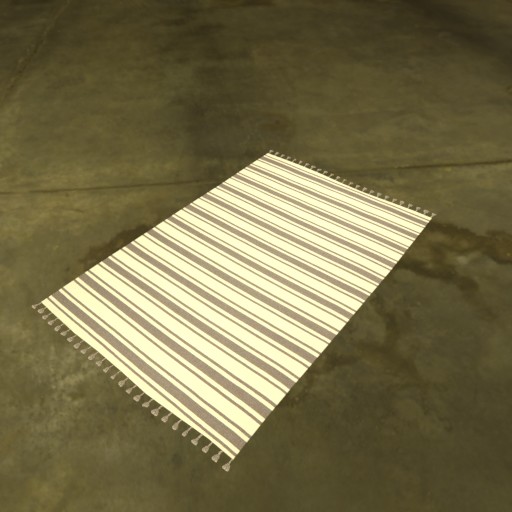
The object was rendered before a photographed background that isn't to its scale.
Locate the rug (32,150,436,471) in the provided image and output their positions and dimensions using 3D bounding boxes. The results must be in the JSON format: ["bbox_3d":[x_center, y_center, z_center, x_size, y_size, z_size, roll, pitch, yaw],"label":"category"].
[{"bbox_3d":[0.000,0.000,3.006,1.563,0.014,2.425,28,50,27],"label":"rug"}]
